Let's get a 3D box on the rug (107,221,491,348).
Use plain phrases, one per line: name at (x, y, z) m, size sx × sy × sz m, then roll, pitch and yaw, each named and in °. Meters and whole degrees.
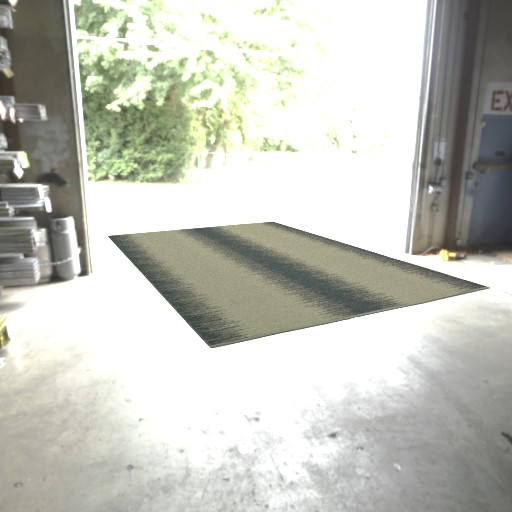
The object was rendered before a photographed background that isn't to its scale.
rug at (0.000, 0.000, 2.349) m, size 1.234 × 0.006 × 1.854 m, roll -7°, pitch 16°, yaw -26°
